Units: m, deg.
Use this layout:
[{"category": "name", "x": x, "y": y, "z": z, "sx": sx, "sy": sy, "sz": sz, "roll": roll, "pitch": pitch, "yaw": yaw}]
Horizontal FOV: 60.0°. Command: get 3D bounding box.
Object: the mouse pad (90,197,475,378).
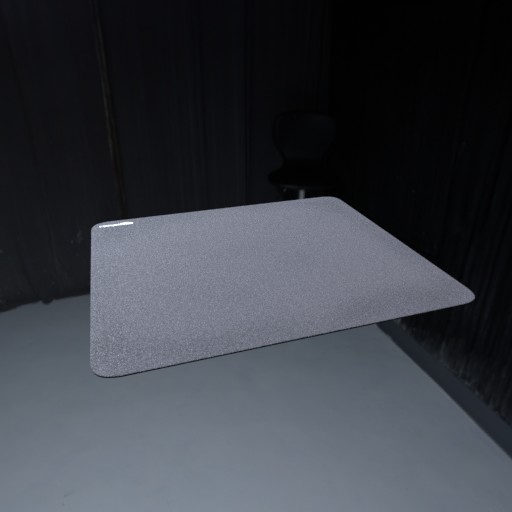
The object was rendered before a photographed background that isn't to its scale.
[{"category": "mouse pad", "x": 0.000, "y": 0.000, "z": 0.638, "sx": 0.451, "sy": 0.002, "sz": 0.393, "roll": -8, "pitch": 28, "yaw": -16}]
